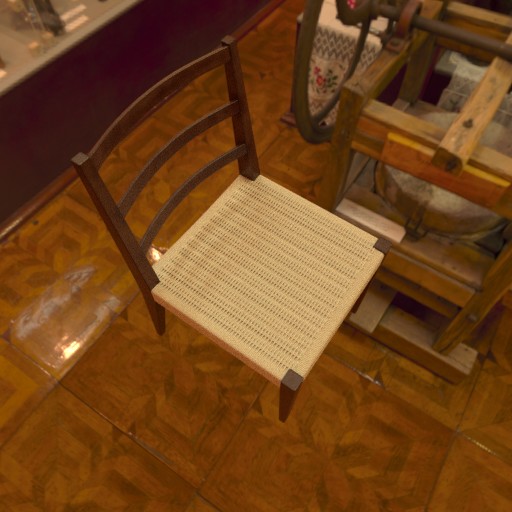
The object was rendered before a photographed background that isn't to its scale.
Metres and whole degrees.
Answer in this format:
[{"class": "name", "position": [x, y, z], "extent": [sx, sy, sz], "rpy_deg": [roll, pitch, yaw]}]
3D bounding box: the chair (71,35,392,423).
[{"class": "chair", "position": [0.000, 0.000, 1.164], "extent": [0.551, 0.813, 0.480], "rpy_deg": [31, 63, 18]}]
